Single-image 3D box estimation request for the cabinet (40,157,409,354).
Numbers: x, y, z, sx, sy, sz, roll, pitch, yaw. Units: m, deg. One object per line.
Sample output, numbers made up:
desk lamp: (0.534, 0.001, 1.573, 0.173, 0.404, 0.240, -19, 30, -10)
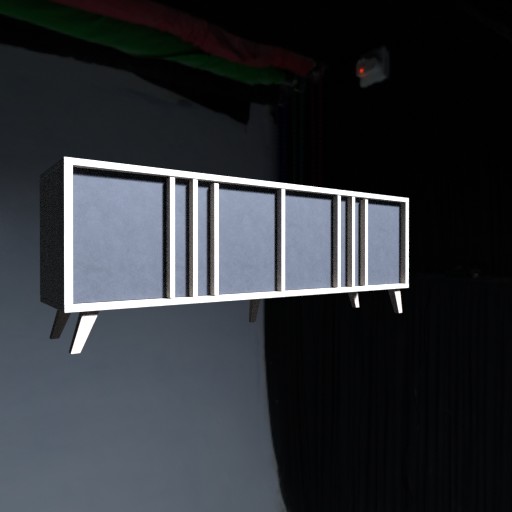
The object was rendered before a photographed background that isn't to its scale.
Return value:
cabinet: (0.000, 0.000, 2.568, 2.198, 0.779, 0.499, 0, 0, -36)
